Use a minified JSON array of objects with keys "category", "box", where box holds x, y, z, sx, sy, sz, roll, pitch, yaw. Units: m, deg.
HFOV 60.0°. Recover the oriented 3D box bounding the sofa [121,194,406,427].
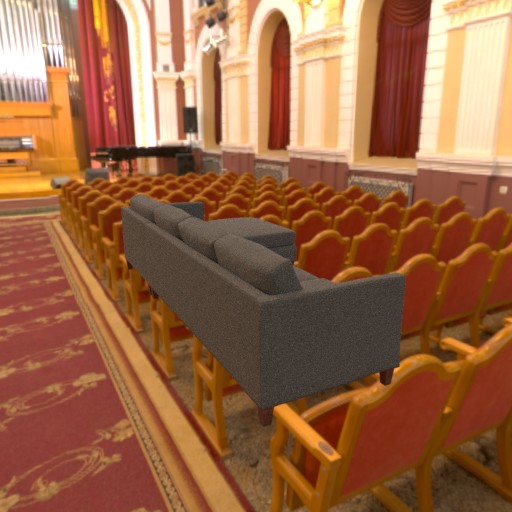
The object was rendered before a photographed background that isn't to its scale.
[{"category":"sofa","box":[0.000,0.000,3.818,1.625,0.846,3.186,-8,17,-27]}]
